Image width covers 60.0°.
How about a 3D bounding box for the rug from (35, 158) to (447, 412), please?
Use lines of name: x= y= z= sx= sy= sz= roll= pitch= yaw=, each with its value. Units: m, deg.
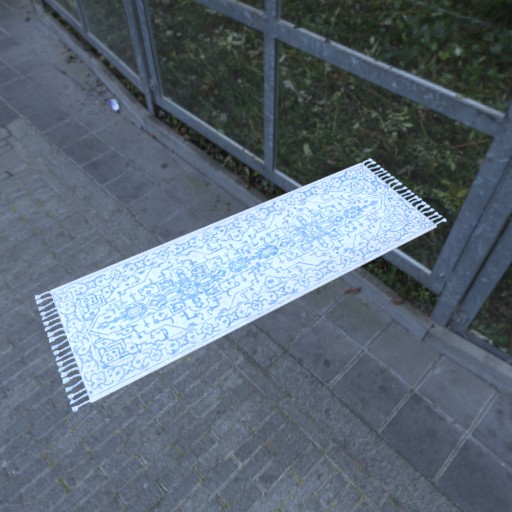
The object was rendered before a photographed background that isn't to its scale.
rug: x=0.000 y=0.000 z=2.682 sx=2.449 sy=0.011 sz=0.774 roll=-24 pitch=54 yaw=-19
